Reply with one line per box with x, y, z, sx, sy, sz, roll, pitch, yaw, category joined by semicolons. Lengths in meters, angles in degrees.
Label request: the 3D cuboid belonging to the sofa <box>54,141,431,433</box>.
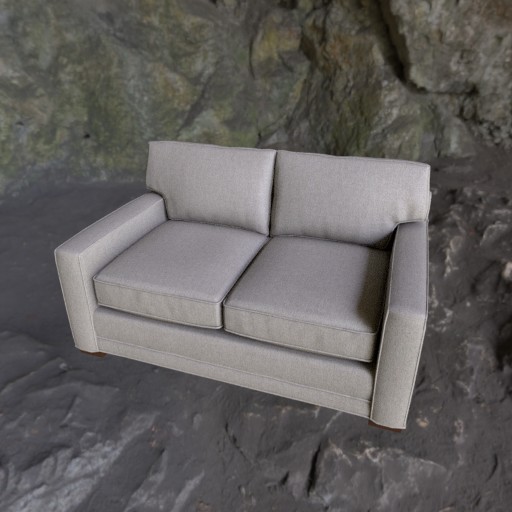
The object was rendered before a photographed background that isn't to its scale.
0.000;0.000;2.066;1.484;0.853;0.940;9;29;17;sofa
